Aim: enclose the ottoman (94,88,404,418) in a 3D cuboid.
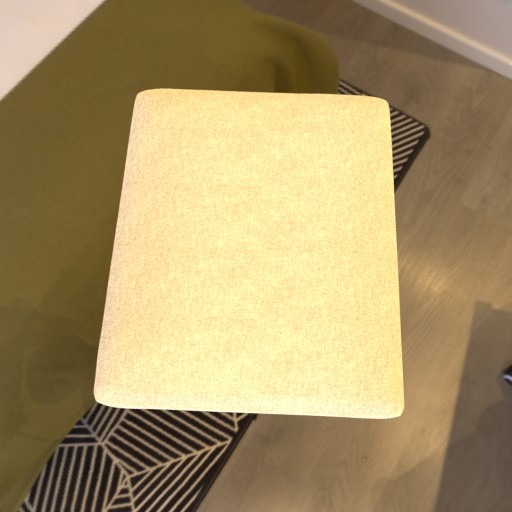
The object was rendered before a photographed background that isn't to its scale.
[{"bbox_3d":[0.000,0.000,1.243,0.693,0.474,0.821,2,73,1],"label":"ottoman"}]
